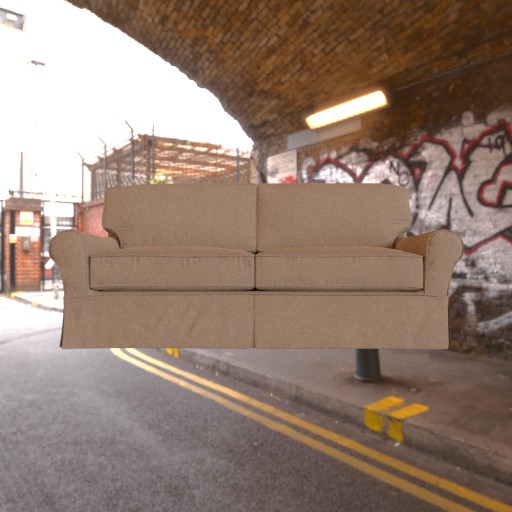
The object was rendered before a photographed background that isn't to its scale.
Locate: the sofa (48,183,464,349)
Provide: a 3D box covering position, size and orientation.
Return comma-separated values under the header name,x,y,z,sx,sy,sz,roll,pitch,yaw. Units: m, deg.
name,x,y,z,sx,sy,sz,roll,pitch,yaw
sofa,0.000,0.000,2.798,2.246,1.014,0.900,0,0,1
